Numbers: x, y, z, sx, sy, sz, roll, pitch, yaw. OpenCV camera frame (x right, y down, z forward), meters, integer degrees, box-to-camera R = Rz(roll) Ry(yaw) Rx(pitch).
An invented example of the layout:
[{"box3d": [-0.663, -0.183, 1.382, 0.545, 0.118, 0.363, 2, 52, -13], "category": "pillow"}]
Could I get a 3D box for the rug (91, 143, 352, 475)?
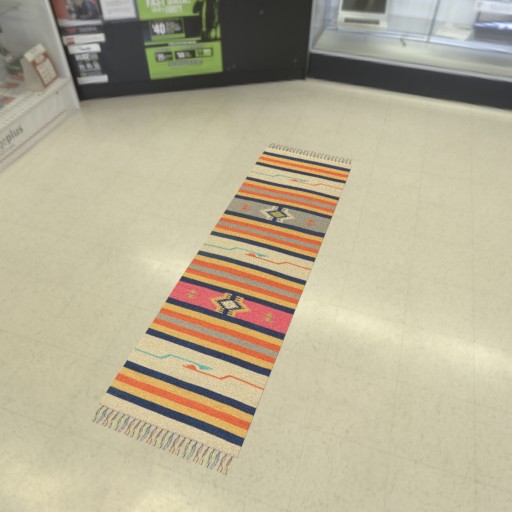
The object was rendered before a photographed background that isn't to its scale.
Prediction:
[{"box3d": [0.000, 0.000, 2.716, 0.695, 0.017, 2.455, 15, 48, 14], "category": "rug"}]
